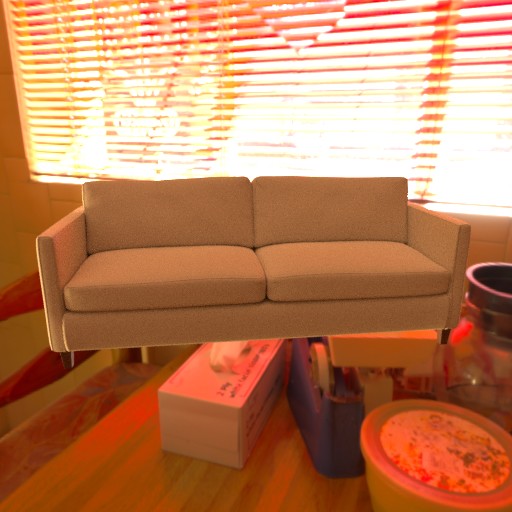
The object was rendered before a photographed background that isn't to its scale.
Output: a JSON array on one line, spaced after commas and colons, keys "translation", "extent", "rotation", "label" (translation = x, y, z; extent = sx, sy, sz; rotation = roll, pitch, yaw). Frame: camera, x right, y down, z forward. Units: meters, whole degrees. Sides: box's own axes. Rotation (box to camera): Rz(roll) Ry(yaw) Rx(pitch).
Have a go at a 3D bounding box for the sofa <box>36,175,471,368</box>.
[{"translation": [0.000, 0.000, 2.843], "extent": [2.361, 0.962, 0.951], "rotation": [-2, 17, -7], "label": "sofa"}]
